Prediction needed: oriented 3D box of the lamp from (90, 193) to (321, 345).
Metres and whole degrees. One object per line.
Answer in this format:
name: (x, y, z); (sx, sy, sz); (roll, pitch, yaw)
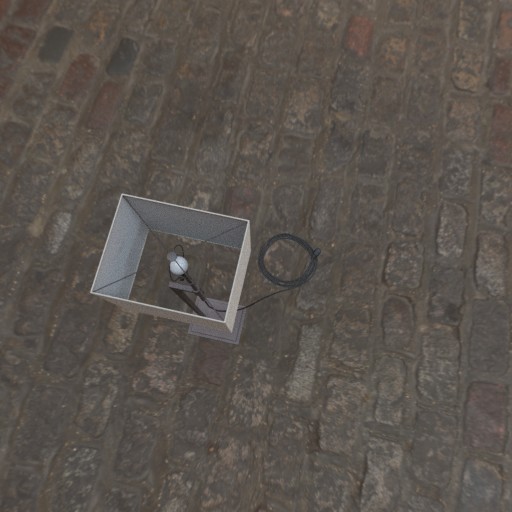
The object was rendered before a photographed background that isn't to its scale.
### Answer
lamp: (0.000, 0.000, 1.981); (0.698, 1.600, 0.774); (12, 76, 3)
